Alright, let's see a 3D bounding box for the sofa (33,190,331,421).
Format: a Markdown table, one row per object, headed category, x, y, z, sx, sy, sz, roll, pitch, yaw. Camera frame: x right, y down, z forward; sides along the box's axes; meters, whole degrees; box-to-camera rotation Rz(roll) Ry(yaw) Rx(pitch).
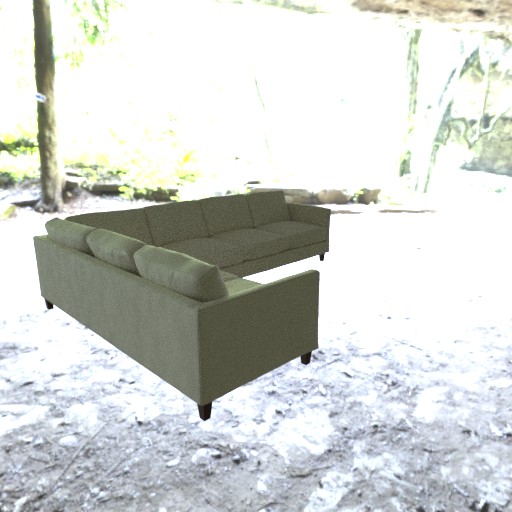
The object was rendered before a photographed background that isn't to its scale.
| category | x | y | z | sx | sy | sz | roll | pitch | yaw |
| --- | --- | --- | --- | --- | --- | --- | --- | --- | --- |
| sofa | 0.000 | 0.000 | 4.207 | 3.182 | 0.863 | 2.432 | -15 | 21 | -43 |
